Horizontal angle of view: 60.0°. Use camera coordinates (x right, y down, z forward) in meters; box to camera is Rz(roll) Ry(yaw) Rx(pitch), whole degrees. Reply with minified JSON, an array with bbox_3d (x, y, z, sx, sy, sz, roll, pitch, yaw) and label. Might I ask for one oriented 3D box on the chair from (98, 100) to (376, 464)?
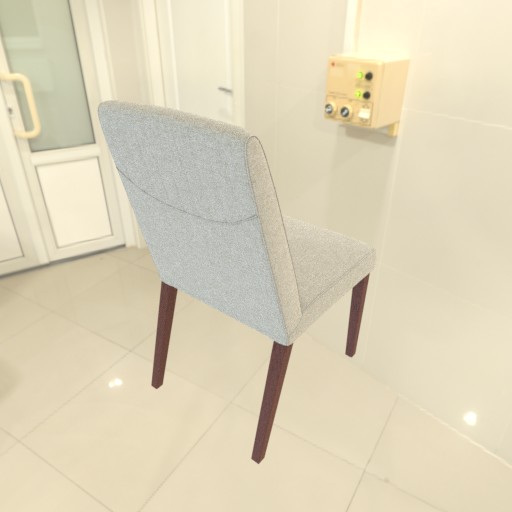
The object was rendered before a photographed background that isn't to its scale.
[{"bbox_3d":[0.000,0.000,1.248,0.480,0.900,0.594,22,37,33],"label":"chair"}]
